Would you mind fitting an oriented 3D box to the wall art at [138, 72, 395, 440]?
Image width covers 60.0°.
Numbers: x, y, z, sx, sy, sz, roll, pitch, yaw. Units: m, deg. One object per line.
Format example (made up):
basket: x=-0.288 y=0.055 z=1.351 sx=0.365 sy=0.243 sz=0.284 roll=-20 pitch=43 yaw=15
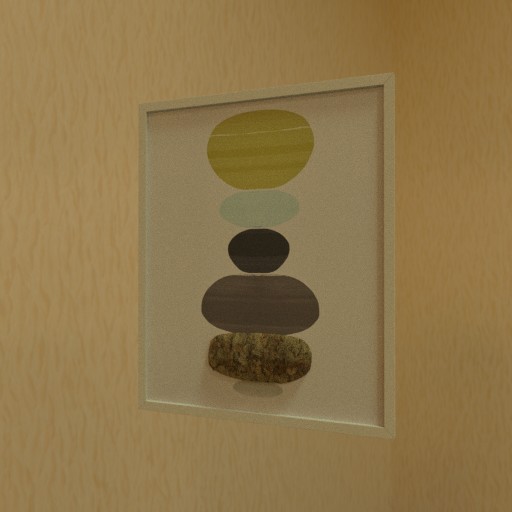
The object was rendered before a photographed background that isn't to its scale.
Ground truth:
wall art: x=0.000 y=0.000 z=1.023 sx=0.611 sy=0.763 sz=0.055 roll=0 pitch=0 yaw=18
